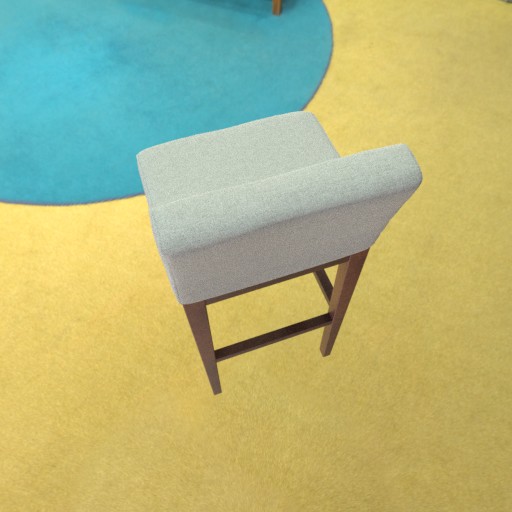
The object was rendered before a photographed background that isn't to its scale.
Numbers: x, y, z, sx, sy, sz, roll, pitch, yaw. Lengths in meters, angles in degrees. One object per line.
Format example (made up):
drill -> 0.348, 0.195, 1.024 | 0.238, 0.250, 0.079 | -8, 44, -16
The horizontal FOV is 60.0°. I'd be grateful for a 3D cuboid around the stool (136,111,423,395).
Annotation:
stool -> 0.000, 0.000, 1.312 | 0.511, 1.037, 0.500 | -16, 59, -10
